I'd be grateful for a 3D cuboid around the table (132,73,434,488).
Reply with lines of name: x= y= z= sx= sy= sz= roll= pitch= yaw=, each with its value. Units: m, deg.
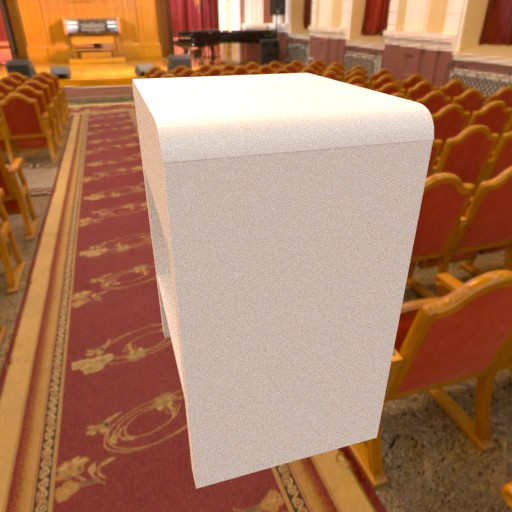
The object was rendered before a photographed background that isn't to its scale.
table: x=0.000 y=0.000 z=0.829 sx=0.350 sy=0.590 sz=0.450 roll=-8 pitch=30 yaw=-15
